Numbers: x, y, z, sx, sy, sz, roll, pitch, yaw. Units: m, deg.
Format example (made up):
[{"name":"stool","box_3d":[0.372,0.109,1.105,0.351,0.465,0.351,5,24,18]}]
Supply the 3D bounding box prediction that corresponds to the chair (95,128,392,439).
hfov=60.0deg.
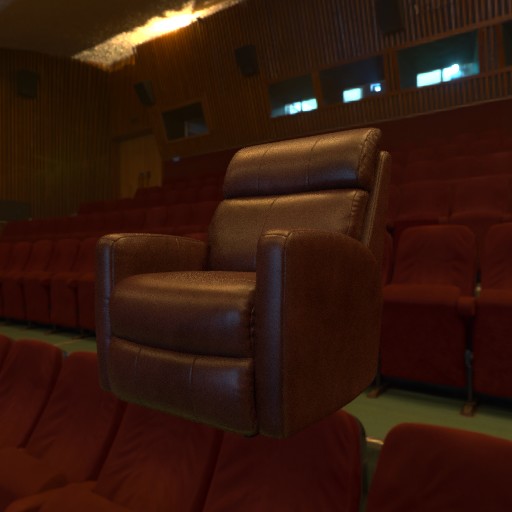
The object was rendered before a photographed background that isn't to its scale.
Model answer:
[{"name":"chair","box_3d":[0.000,0.000,1.636,0.787,1.016,0.939,0,1,35]}]
